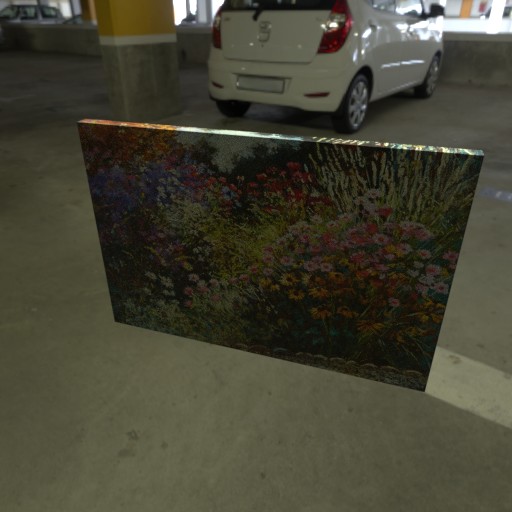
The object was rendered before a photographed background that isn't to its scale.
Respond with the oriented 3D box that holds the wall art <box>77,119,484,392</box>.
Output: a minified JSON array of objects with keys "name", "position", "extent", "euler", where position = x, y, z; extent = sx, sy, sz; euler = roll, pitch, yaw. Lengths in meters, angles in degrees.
[{"name":"wall art","position":[0.000,0.000,1.112],"extent":[0.908,0.604,0.037],"euler":[9,30,16]}]
